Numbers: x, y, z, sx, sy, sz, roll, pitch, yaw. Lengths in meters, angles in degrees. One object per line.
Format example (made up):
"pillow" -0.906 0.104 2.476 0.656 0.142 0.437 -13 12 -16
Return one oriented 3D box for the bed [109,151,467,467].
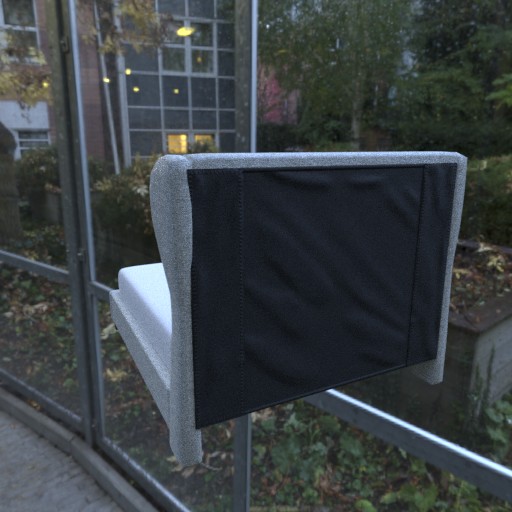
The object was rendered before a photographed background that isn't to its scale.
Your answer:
"bed" 0.000 0.000 3.830 2.219 1.771 2.347 -7 16 -26
